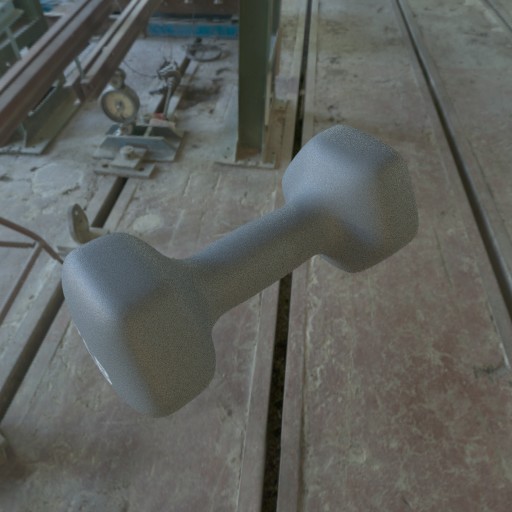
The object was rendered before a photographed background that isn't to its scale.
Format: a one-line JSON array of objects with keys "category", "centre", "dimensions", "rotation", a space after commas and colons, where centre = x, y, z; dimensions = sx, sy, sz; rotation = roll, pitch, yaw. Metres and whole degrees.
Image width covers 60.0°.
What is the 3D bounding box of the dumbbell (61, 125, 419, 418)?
[{"category": "dumbbell", "centre": [0.000, 0.000, 0.232], "dimensions": [0.184, 0.081, 0.090], "rotation": [-30, 53, -26]}]
